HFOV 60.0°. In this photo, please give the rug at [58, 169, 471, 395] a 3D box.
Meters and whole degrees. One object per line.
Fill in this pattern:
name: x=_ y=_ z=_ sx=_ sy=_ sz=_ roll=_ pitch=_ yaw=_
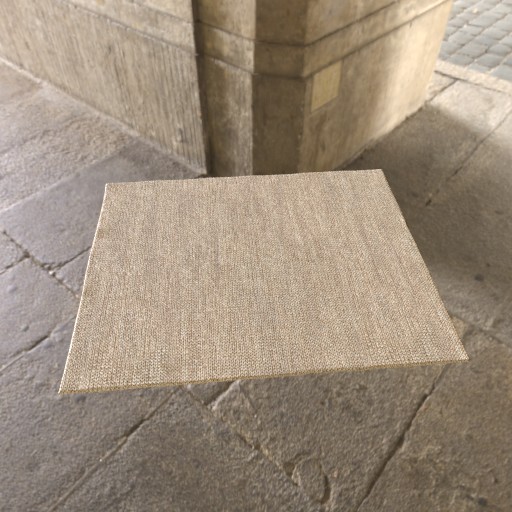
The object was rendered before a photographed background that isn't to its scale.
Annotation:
rug: x=0.000 y=0.000 z=4.068 sx=3.052 sy=0.030 sz=2.429 roll=-4 pitch=47 yaw=-3
